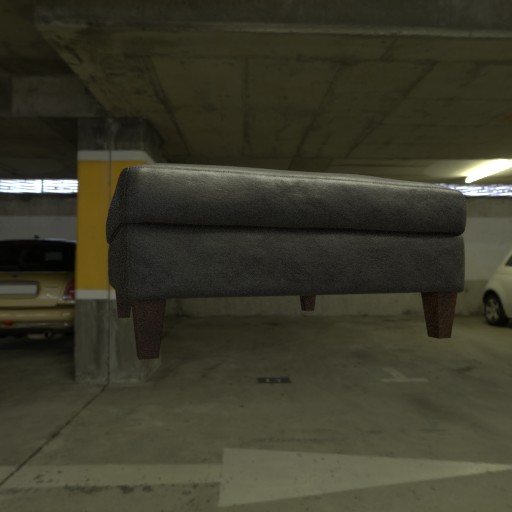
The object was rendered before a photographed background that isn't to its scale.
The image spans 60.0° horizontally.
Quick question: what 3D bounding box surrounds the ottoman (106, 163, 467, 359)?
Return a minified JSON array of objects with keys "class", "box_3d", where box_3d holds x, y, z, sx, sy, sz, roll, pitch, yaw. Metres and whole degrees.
[{"class":"ottoman","box_3d":[0.000,0.000,1.322,0.836,0.415,0.844,1,-2,-20]}]
